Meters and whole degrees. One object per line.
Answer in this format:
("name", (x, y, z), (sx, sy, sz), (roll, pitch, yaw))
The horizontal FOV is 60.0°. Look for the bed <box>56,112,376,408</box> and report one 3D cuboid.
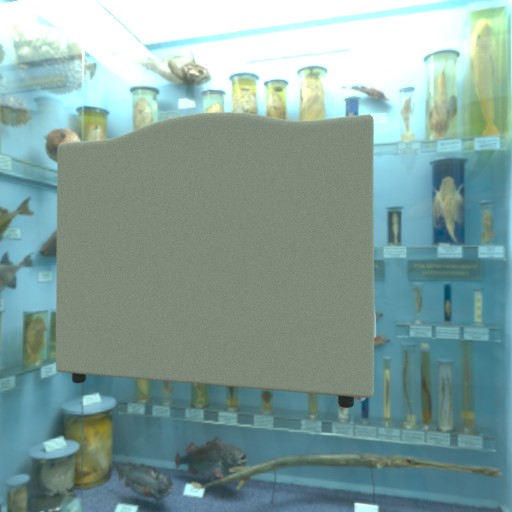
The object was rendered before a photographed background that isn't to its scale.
("bed", (0.000, 0.000, 3.282), (1.753, 1.460, 2.143), (0, -1, 17))
